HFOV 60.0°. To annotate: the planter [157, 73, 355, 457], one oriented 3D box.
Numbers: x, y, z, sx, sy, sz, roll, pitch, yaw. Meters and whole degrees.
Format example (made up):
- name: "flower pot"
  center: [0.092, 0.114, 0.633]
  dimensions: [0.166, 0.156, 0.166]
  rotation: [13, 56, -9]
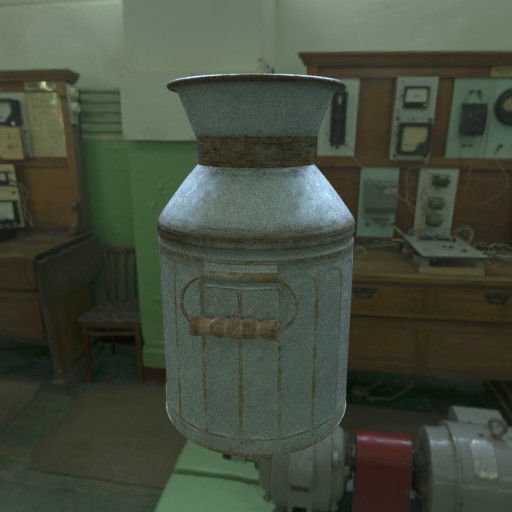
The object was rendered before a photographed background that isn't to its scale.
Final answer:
- name: "planter"
  center: [0.000, 0.000, 0.494]
  dimensions: [0.215, 0.358, 0.248]
  rotation: [2, 16, 8]
